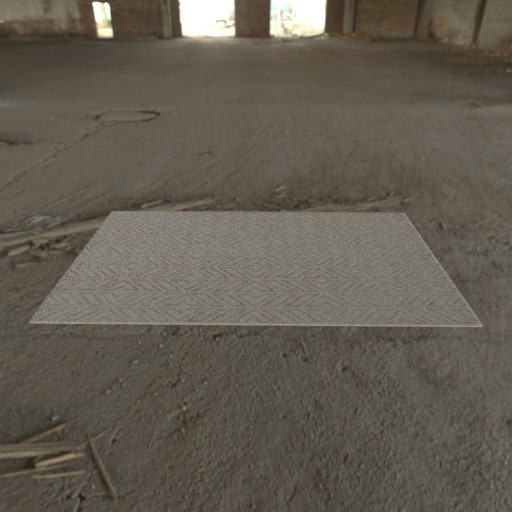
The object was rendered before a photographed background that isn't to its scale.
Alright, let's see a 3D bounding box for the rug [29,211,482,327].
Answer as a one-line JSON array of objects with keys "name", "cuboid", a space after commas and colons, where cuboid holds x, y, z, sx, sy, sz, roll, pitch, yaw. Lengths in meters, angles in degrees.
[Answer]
[{"name": "rug", "cuboid": [0.000, 0.000, 3.034, 2.438, 0.008, 1.523, 0, 29, 1]}]
